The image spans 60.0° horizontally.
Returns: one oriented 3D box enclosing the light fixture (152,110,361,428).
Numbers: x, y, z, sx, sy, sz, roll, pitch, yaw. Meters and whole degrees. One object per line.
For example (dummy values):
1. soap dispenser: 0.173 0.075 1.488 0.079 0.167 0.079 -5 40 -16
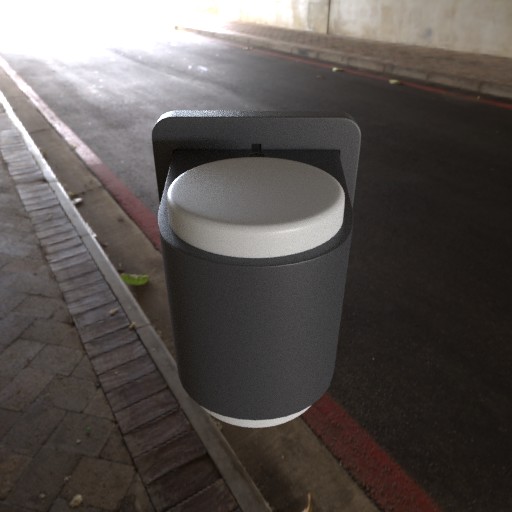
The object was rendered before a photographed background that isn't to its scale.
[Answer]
1. light fixture: 0.000 0.000 0.213 0.109 0.109 0.132 0 32 0
